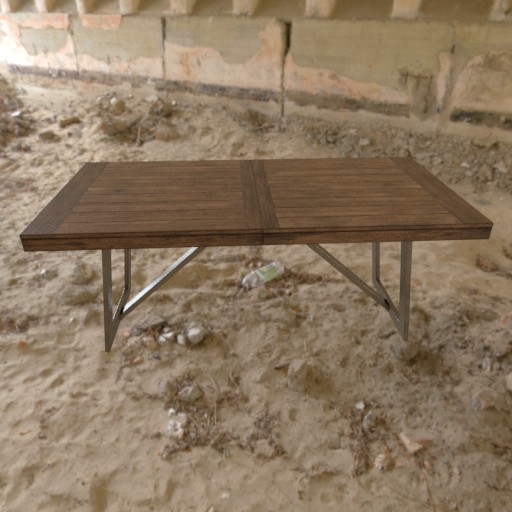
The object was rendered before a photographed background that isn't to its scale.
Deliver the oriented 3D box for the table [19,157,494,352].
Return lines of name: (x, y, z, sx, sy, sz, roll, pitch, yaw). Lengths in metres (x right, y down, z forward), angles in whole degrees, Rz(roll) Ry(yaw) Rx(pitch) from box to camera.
table: (0.000, 0.000, 2.331, 1.867, 0.757, 0.931, -2, 29, -3)
